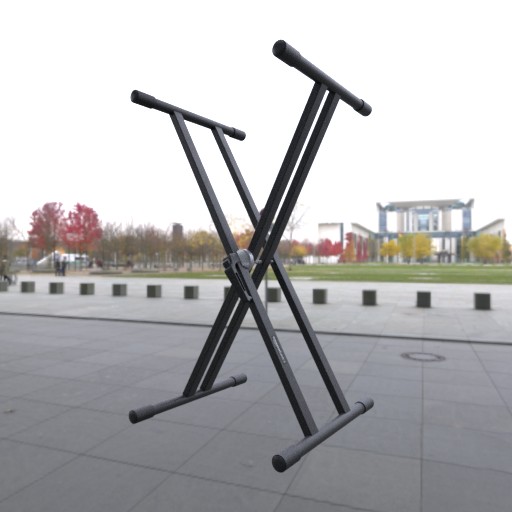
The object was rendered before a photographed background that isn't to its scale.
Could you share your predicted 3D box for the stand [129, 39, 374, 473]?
[{"bbox_3d":[0.000,0.000,1.253,0.503,0.900,0.495,0,-1,36],"label":"stand"}]
